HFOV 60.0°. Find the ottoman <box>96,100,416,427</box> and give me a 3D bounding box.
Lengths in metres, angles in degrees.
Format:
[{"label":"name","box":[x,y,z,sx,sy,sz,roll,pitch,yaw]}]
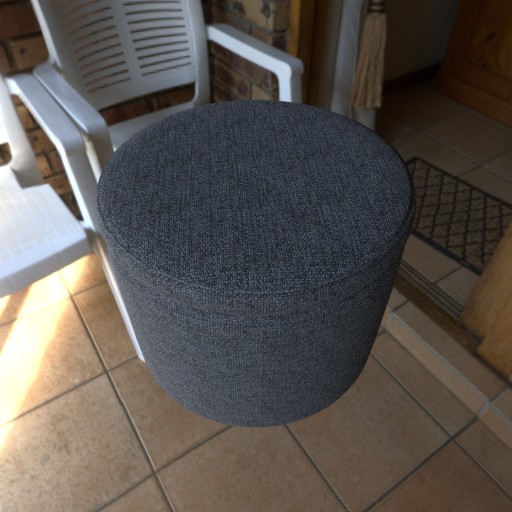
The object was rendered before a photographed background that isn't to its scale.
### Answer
[{"label":"ottoman","box":[0.000,0.000,0.863,0.520,0.430,0.520,0,46,0]}]
